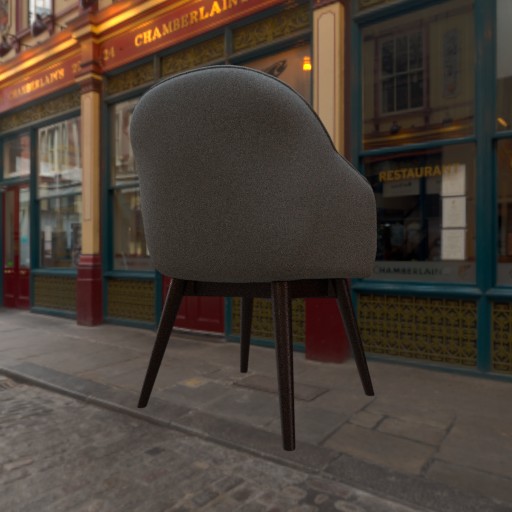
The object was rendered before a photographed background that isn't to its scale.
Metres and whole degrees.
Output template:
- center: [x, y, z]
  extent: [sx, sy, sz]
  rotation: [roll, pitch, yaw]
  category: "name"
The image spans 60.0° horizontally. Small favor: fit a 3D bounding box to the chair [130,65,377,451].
- center: [0.000, 0.000, 1.230]
  extent: [0.589, 0.810, 0.611]
  rotation: [0, -1, 35]
  category: "chair"
